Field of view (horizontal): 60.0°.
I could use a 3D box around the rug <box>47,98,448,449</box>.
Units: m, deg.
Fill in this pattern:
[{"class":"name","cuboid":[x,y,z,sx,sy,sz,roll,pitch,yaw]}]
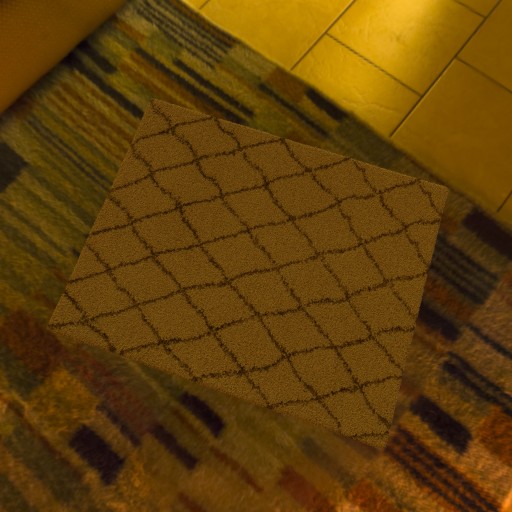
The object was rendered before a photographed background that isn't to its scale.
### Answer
[{"class":"rug","cuboid":[0.000,0.000,4.042,3.047,0.029,2.438,18,76,5]}]
